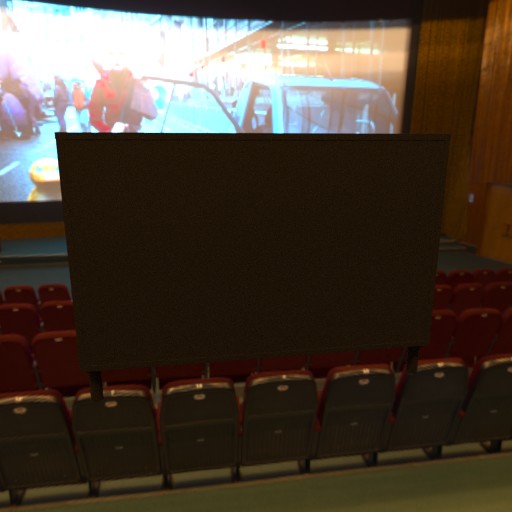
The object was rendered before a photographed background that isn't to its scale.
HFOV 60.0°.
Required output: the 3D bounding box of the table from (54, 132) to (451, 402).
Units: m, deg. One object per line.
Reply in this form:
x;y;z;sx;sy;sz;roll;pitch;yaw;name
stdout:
0.000;0.000;1.617;1.200;0.855;0.400;-2;14;-9;table
